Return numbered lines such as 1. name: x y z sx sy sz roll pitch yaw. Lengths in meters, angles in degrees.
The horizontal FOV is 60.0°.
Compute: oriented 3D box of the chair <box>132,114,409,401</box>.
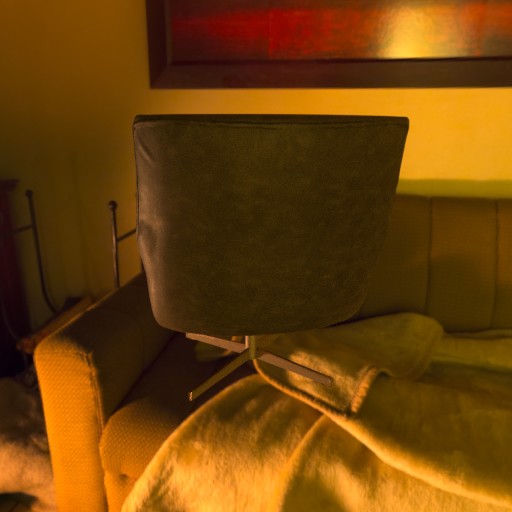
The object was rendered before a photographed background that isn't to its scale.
1. chair: 0.000 0.000 1.483 0.738 0.870 0.874 -2 15 -9
